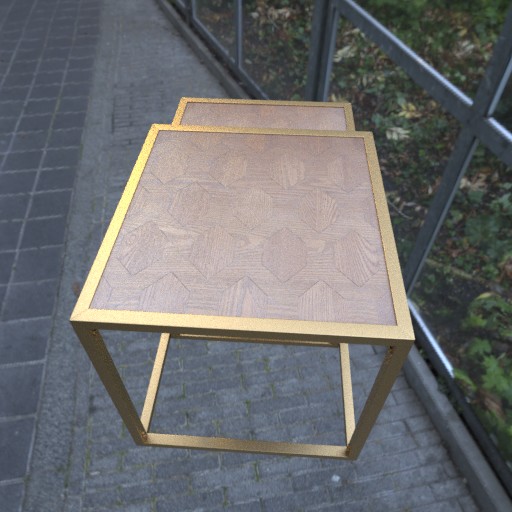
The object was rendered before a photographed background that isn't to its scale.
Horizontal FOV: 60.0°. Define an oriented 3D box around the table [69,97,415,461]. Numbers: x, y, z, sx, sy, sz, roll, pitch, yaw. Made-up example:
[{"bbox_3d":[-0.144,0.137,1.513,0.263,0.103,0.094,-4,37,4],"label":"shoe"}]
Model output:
[{"bbox_3d":[0.000,0.000,1.082,0.505,0.505,0.762,3,47,2],"label":"table"}]
